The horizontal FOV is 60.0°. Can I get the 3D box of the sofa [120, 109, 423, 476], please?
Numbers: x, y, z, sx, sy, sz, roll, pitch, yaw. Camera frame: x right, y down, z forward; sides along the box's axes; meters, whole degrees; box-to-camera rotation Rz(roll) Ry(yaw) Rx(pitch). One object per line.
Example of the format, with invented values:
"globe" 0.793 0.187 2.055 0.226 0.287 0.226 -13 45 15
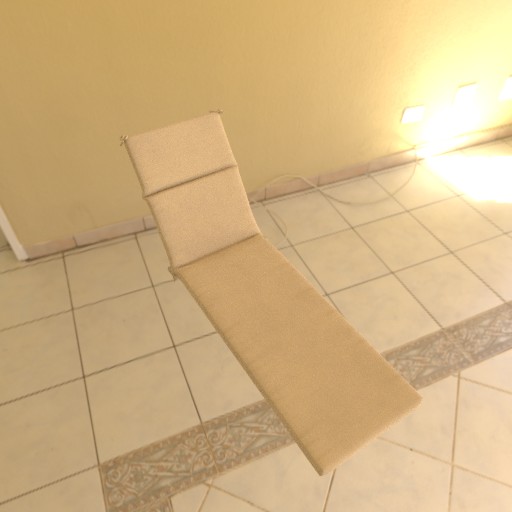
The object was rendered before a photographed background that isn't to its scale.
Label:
"sofa" 0.000 0.000 1.972 0.582 0.622 1.663 -24 49 -23
